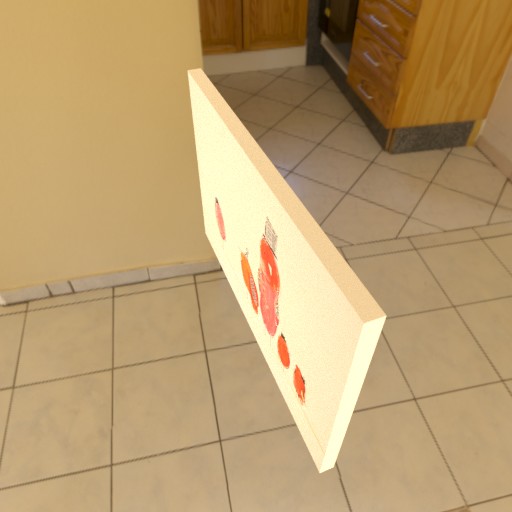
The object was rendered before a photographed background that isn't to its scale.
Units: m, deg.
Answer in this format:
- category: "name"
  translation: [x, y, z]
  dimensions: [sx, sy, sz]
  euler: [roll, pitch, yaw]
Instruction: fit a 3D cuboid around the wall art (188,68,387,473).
- category: "wall art"
  translation: [0.000, 0.000, 1.147]
  dimensions: [0.038, 0.609, 0.914]
  euler: [-16, 48, -15]
